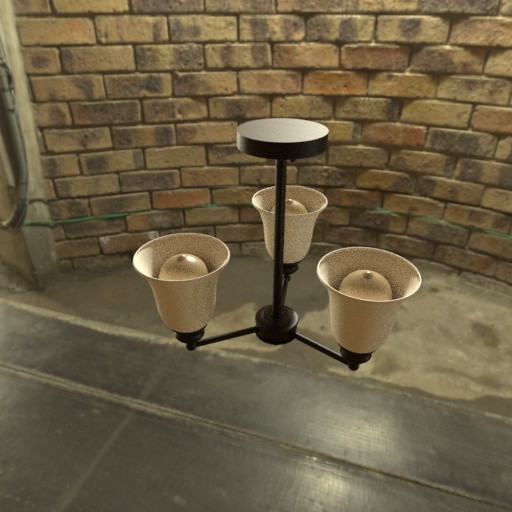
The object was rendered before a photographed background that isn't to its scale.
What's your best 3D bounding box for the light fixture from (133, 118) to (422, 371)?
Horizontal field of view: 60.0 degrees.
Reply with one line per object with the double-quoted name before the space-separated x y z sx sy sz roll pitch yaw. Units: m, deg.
"light fixture" 0.000 0.000 0.663 0.354 0.370 0.388 -11 32 -17
